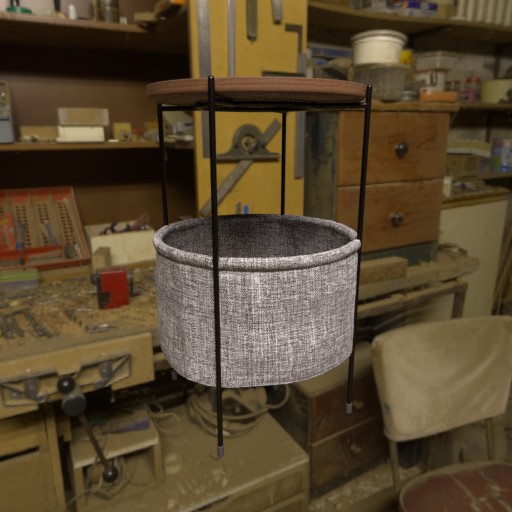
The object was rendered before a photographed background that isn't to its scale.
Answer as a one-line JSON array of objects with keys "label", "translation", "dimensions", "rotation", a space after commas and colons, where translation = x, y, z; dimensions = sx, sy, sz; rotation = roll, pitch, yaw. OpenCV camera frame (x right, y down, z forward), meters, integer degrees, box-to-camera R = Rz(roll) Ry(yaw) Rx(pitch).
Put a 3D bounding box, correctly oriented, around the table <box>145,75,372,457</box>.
[{"label": "table", "translation": [0.000, 0.000, 0.878], "dimensions": [0.400, 0.623, 0.400], "rotation": [-8, 18, -25]}]
